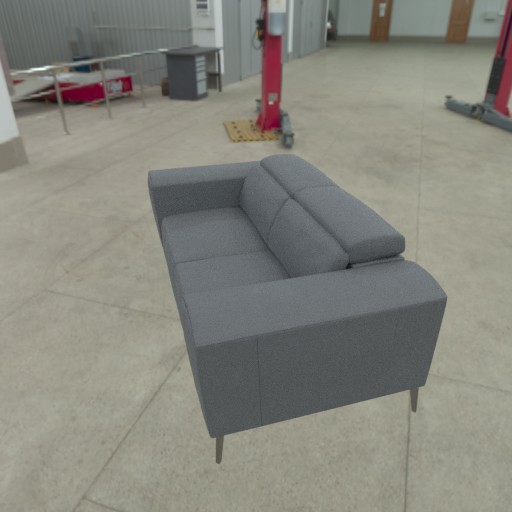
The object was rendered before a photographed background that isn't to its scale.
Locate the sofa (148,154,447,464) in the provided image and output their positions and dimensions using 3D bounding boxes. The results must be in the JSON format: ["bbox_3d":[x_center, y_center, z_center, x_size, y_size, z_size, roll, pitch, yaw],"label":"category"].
[{"bbox_3d":[0.000,0.000,2.460,1.003,0.779,1.895,-8,30,-15],"label":"sofa"}]
